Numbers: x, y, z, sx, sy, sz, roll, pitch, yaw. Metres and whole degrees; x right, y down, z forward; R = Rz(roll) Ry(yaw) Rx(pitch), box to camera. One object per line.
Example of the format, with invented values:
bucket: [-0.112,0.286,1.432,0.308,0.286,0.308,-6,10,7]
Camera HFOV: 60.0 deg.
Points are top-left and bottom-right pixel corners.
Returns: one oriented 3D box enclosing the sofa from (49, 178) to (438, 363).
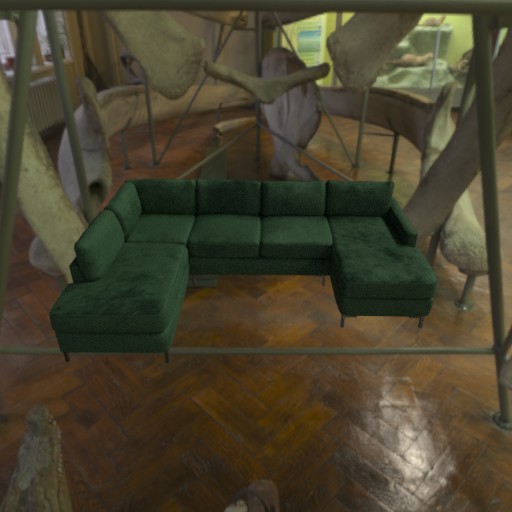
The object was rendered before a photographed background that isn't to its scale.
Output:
sofa: [0.000,0.000,4.026,2.994,0.861,1.992,0,30,1]
